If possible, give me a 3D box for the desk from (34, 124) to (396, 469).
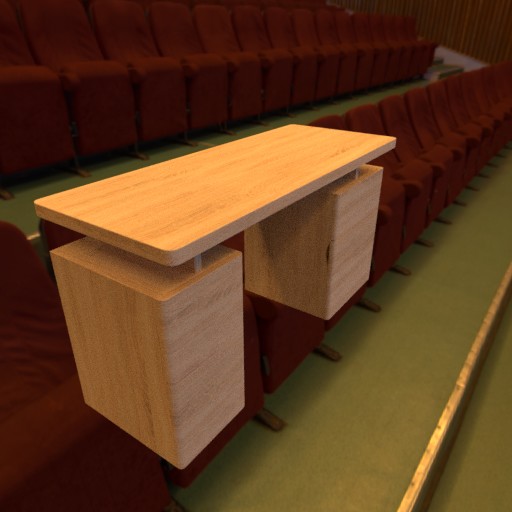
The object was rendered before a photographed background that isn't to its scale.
[{"bbox_3d":[0.000,0.000,1.772,0.550,0.760,1.400,18,32,31],"label":"desk"}]
